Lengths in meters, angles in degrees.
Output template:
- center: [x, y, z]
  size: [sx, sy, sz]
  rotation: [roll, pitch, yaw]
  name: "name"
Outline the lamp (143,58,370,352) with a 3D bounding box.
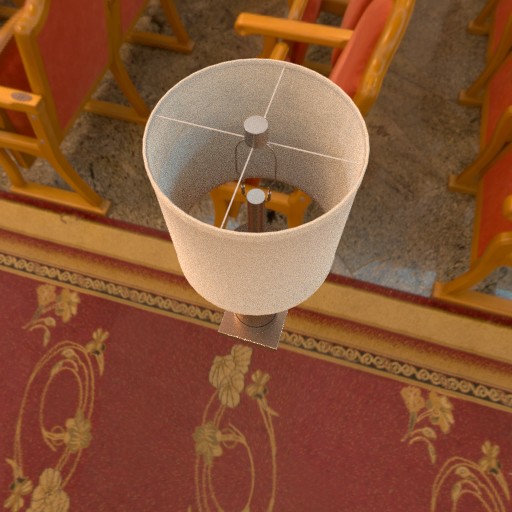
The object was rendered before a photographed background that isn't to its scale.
- center: [0.000, 0.000, 0.610]
  size: [0.202, 0.509, 0.202]
  rotation: [15, 65, 7]
  name: "lamp"
